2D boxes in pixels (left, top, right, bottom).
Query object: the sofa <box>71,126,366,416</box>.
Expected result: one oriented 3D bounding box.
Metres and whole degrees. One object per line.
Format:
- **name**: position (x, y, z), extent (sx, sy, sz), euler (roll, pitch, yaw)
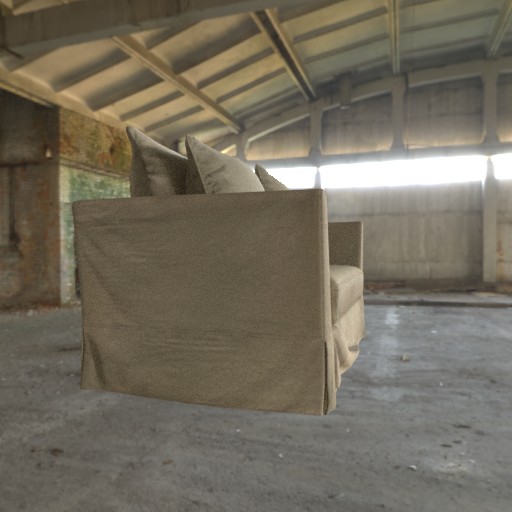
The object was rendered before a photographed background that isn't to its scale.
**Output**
- **sofa**: position (0.000, 0.000, 2.298), extent (1.035, 1.040, 1.608), euler (0, 0, 18)
